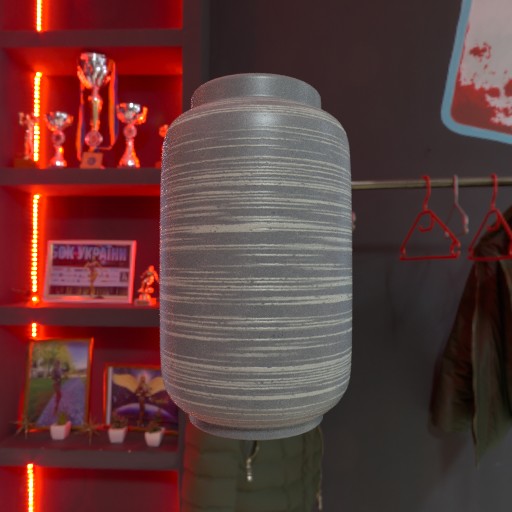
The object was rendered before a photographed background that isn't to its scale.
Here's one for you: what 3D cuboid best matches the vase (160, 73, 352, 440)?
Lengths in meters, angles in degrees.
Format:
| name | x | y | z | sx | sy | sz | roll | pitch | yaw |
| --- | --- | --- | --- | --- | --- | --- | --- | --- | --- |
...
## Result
| name | x | y | z | sx | sy | sz | roll | pitch | yaw |
| --- | --- | --- | --- | --- | --- | --- | --- | --- | --- |
| vase | 0.000 | 0.000 | 0.700 | 0.297 | 0.499 | 0.297 | 0 | -1 | 0 |
